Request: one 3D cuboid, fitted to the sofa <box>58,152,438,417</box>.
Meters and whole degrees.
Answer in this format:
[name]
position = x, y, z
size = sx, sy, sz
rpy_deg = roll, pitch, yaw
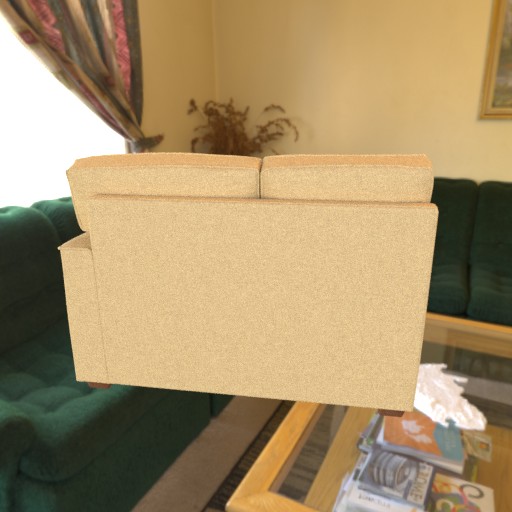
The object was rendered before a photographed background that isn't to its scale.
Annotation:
[sofa]
position = 0.000, 0.000, 2.071
size = 1.388, 0.989, 0.991
rpy_deg = 3, 17, 9
